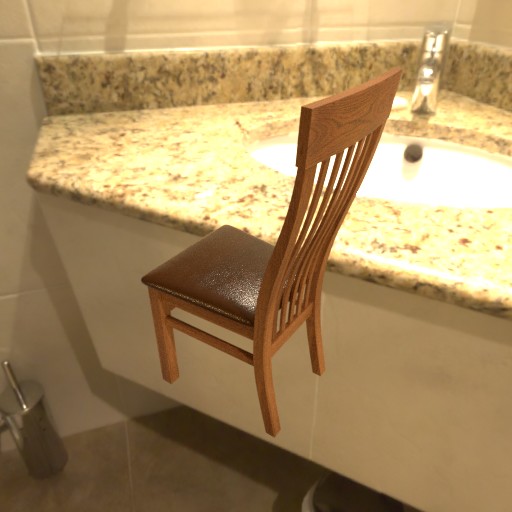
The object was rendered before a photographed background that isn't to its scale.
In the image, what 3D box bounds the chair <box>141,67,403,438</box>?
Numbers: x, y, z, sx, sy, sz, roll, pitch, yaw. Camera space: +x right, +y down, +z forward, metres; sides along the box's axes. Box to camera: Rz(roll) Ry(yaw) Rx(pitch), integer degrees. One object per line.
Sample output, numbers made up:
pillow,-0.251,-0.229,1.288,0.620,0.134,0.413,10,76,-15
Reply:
chair,0.000,0.000,1.336,0.580,1.050,0.450,21,38,29
